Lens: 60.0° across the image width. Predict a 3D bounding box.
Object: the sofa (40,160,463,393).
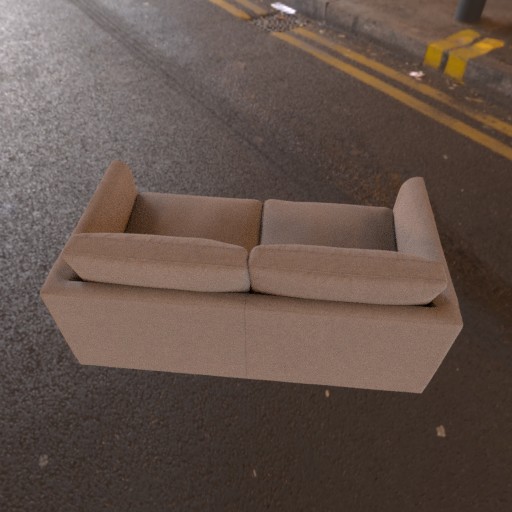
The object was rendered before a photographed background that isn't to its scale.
[{"bbox_3d":[0.000,0.000,2.483,1.905,0.839,1.091,4,47,4],"label":"sofa"}]
